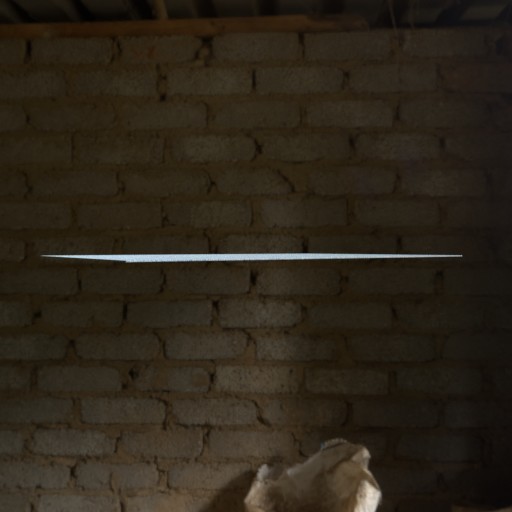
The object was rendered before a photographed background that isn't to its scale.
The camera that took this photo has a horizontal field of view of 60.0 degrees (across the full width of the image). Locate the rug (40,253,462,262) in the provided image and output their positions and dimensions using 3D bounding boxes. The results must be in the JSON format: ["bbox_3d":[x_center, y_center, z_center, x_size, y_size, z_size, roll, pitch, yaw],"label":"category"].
[{"bbox_3d":[0.000,0.000,2.882,2.286,0.006,1.522,-1,1,-36],"label":"rug"}]
